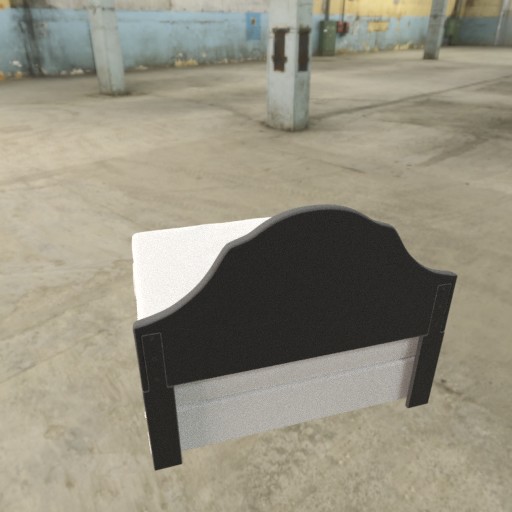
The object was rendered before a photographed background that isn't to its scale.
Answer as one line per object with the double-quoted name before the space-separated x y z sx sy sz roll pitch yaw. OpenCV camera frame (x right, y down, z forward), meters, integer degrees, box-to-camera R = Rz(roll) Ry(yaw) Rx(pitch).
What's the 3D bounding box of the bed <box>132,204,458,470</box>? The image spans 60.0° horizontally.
"bed" 0.000 0.000 3.554 2.008 1.615 2.214 -8 28 -15
